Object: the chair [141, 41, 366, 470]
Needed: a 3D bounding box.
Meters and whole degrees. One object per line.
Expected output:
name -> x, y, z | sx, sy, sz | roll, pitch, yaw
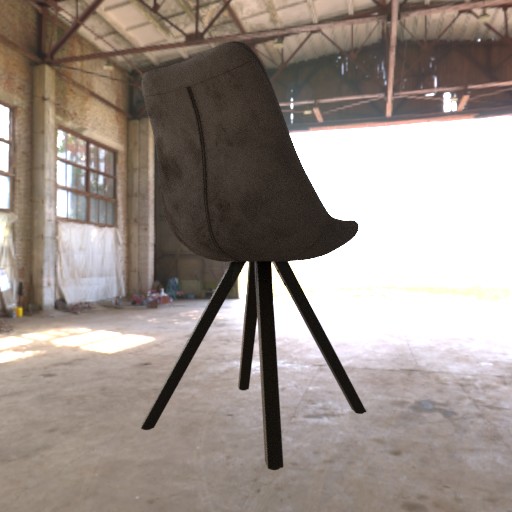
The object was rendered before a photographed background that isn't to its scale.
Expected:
chair -> 0.000, 0.000, 1.158 | 0.476, 0.850, 0.550 | -1, -2, 35
